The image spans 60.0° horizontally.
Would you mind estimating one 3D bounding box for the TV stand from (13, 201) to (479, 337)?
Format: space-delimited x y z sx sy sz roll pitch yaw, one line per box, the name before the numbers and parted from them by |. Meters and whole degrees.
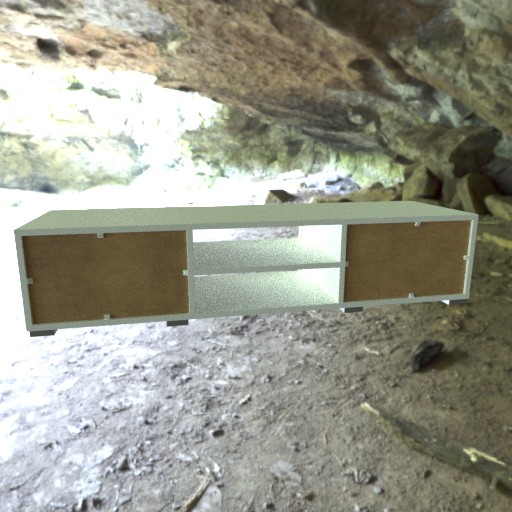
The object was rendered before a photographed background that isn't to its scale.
TV stand | 0.000 0.000 1.547 1.400 0.310 0.420 -3 14 -11
